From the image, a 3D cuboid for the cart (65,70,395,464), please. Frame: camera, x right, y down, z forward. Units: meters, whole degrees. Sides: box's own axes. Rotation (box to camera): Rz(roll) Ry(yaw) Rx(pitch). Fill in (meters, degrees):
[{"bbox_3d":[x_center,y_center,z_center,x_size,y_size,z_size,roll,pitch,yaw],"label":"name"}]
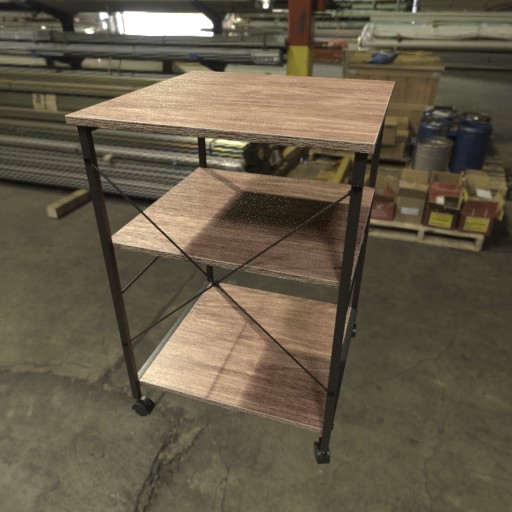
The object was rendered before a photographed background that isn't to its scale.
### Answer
[{"bbox_3d":[0.000,0.000,1.099,0.521,0.762,0.520,10,32,15],"label":"cart"}]
